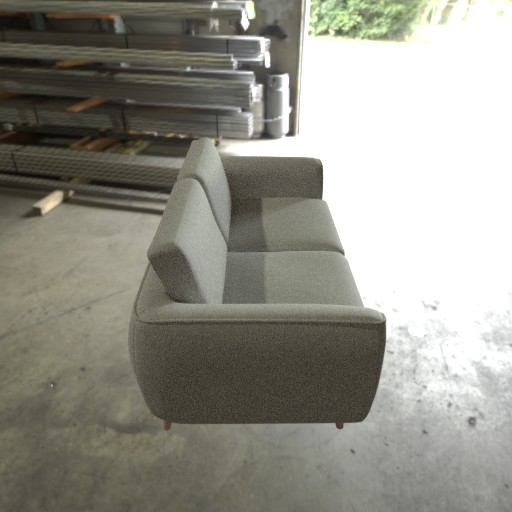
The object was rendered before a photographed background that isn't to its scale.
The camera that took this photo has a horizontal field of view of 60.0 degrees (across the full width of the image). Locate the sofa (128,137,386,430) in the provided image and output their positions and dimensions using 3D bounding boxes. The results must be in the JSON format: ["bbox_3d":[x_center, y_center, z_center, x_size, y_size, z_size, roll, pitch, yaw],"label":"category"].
[{"bbox_3d":[0.000,0.000,2.226,0.920,0.850,1.700,0,31,0],"label":"sofa"}]
